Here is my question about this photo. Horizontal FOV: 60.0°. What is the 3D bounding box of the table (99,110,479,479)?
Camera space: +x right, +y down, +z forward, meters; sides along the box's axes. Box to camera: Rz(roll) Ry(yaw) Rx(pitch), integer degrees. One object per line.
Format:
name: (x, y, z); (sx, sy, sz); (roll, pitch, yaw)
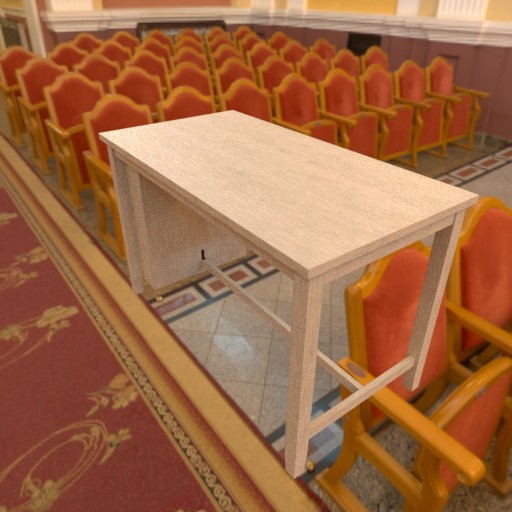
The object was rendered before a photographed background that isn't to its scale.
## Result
table: (0.000, 0.000, 1.927); (0.729, 0.874, 1.397); (-21, 37, -31)
